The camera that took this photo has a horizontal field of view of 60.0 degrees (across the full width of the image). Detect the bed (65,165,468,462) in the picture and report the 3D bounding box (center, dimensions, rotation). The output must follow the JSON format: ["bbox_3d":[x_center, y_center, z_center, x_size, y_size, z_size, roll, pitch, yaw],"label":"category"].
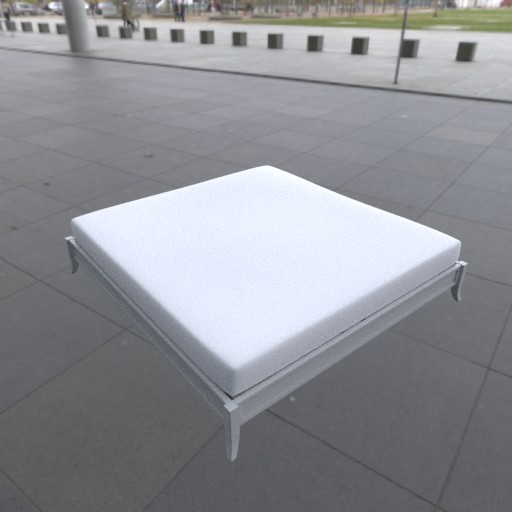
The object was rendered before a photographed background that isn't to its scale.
[{"bbox_3d":[0.000,0.000,3.154,2.007,0.510,2.108,-22,36,-33],"label":"bed"}]
